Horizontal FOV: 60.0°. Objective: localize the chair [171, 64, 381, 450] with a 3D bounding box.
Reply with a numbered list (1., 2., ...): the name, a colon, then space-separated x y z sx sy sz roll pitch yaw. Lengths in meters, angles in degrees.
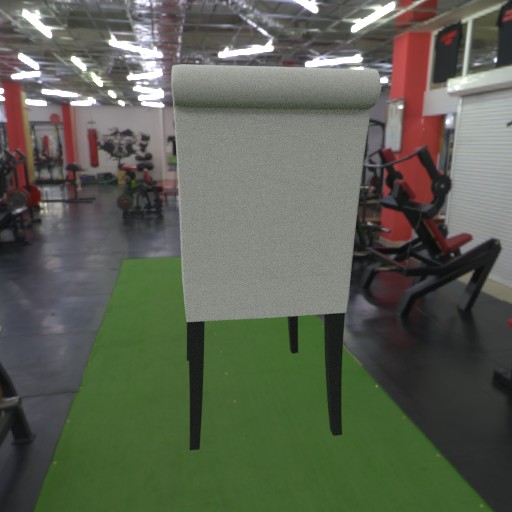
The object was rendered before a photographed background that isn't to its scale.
1. chair: 0.000 0.000 1.354 0.452 0.976 0.708 -2 14 -9
